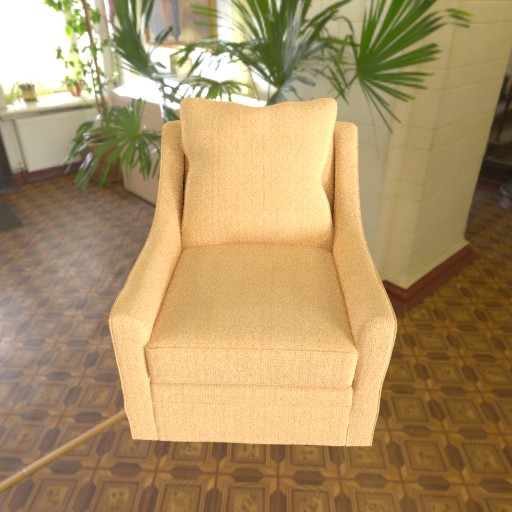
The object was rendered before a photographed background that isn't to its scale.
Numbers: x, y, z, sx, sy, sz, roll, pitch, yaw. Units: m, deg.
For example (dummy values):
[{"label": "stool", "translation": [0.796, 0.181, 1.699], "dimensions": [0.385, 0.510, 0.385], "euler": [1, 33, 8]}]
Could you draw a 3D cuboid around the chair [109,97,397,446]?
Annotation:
[{"label": "chair", "translation": [0.000, 0.000, 1.538], "dimensions": [0.760, 0.927, 0.876], "euler": [1, 30, 2]}]
